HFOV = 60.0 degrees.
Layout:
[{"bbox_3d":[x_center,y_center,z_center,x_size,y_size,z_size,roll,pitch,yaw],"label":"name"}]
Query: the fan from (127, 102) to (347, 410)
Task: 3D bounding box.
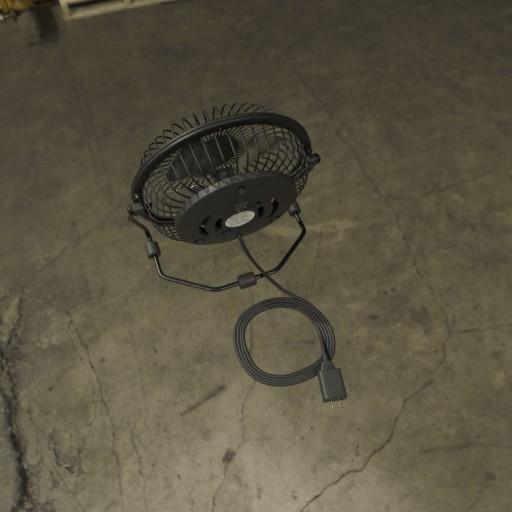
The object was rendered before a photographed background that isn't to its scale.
[{"bbox_3d":[0.000,0.000,0.303,0.153,0.152,0.202,-18,59,-11],"label":"fan"}]
